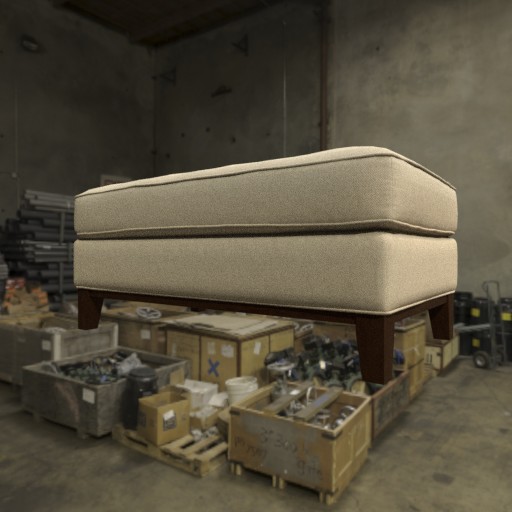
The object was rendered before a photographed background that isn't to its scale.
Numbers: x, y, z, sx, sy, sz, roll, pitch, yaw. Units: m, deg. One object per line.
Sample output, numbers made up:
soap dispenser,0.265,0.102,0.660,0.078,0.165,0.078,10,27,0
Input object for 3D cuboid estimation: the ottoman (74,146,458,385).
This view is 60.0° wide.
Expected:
ottoman,0.000,0.000,1.453,1.143,0.508,0.648,0,1,36
